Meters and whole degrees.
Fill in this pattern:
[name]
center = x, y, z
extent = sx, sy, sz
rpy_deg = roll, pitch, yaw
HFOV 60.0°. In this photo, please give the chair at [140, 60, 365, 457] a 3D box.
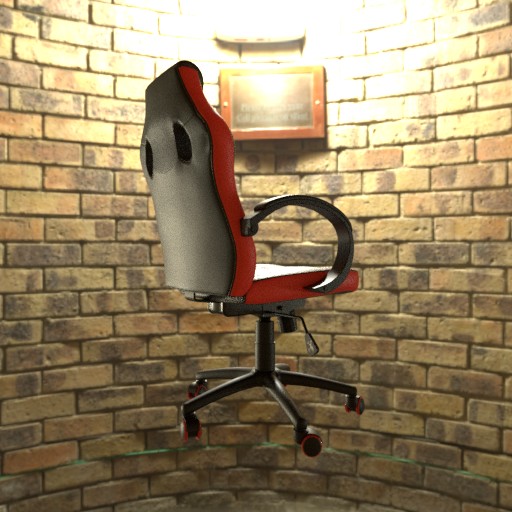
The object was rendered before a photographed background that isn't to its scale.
[chair]
center = 0.000, 0.000, 1.366
extent = 0.642, 1.016, 0.600
rpy_deg = 0, 1, -36
